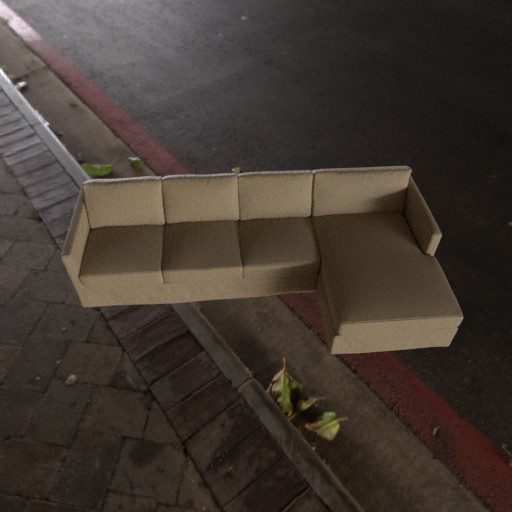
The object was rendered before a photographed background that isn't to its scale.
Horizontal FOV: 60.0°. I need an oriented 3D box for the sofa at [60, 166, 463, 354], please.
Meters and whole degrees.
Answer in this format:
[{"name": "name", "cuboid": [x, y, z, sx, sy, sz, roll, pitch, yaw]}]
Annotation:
[{"name": "sofa", "cuboid": [0.000, 0.000, 3.908, 3.206, 0.871, 1.622, -3, 47, -3]}]
